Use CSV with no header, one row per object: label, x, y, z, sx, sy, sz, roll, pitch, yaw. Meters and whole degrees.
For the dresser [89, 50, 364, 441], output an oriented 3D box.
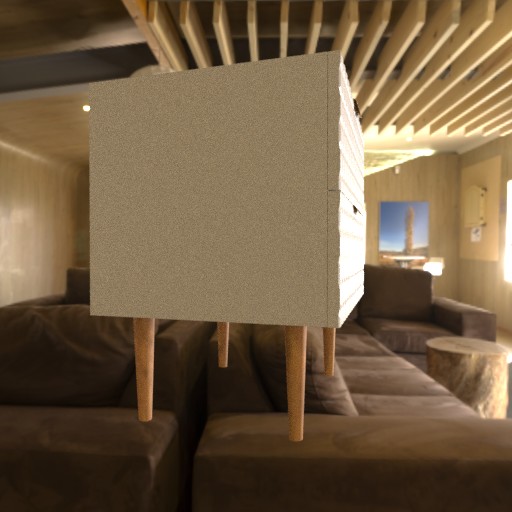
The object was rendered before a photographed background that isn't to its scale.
dresser,0.000,0.000,0.904,0.414,0.568,0.503,0,1,17
